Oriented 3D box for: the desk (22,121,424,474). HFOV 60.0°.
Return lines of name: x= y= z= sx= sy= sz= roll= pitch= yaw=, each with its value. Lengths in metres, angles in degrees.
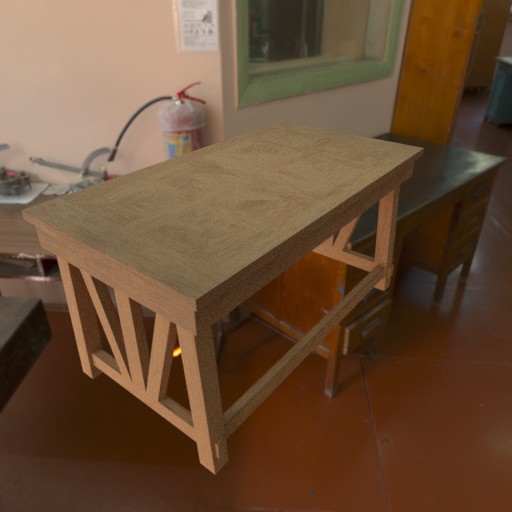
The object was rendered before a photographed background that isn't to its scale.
desk: x=0.000 y=0.000 z=1.964 sx=0.813 sy=0.762 sz=1.499 roll=22 pitch=37 yaw=32
